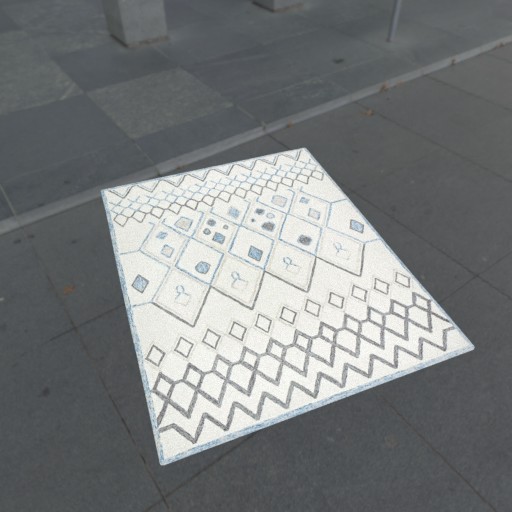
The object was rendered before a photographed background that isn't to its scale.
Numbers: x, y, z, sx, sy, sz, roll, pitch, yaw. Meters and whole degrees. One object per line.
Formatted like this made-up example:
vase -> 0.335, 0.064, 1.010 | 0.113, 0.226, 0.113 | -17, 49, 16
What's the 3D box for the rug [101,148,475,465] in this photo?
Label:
rug -> 0.000, 0.000, 4.095 | 2.441, 0.013, 3.056 | -15, 47, -14
